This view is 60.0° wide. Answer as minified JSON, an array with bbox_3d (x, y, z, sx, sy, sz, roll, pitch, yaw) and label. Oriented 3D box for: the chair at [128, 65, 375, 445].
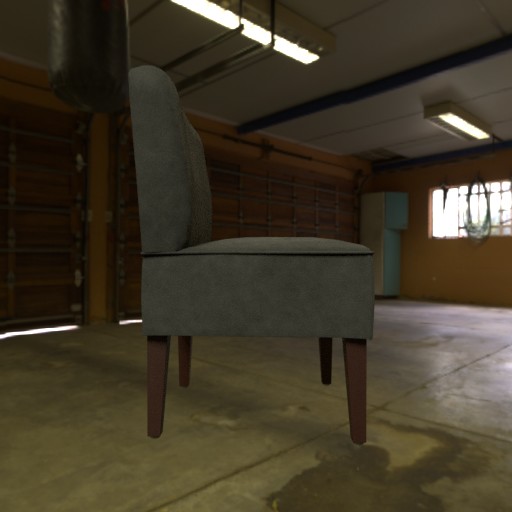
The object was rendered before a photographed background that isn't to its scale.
[{"bbox_3d":[0.000,0.000,1.170,0.554,0.806,0.521,0,0,0],"label":"chair"}]
